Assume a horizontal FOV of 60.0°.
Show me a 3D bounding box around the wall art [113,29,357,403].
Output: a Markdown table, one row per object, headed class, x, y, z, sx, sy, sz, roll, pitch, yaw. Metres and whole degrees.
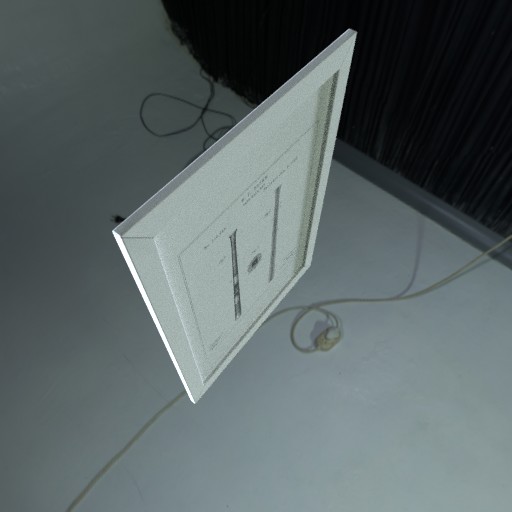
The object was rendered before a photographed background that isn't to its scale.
| class | x | y | z | sx | sy | sz | roll | pitch | yaw |
| --- | --- | --- | --- | --- | --- | --- | --- | --- | --- |
| wall art | 0.000 | 0.000 | 0.666 | 0.012 | 0.529 | 0.374 | 33 | 63 | 19 |
